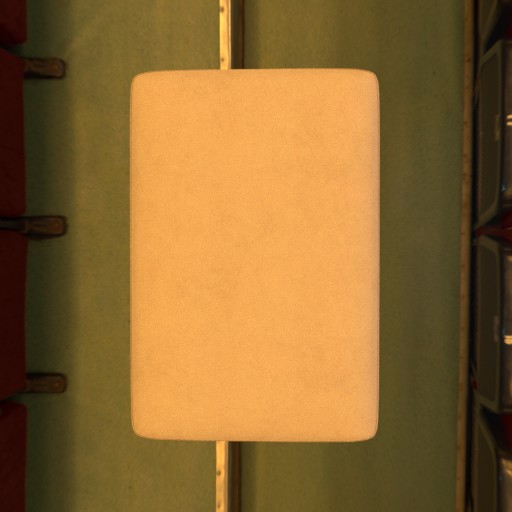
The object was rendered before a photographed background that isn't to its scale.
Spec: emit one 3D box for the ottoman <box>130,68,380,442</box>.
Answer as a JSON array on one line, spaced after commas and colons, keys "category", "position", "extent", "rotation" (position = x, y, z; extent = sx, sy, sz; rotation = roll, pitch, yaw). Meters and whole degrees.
[{"category": "ottoman", "position": [0.000, 0.000, 1.183], "extent": [0.584, 0.483, 0.864], "rotation": [0, 91, 2]}]
